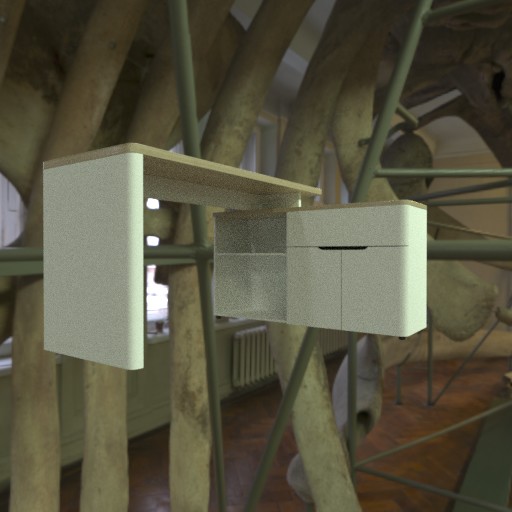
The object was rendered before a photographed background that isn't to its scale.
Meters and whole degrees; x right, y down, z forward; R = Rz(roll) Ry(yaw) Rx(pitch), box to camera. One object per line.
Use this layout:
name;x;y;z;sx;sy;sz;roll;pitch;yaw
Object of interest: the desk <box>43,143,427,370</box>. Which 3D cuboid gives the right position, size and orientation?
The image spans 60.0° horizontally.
desk;0.000;0.000;2.044;1.175;0.770;1.400;0;1;36
